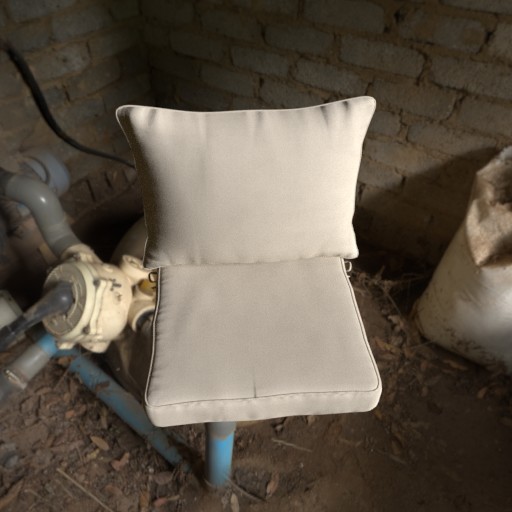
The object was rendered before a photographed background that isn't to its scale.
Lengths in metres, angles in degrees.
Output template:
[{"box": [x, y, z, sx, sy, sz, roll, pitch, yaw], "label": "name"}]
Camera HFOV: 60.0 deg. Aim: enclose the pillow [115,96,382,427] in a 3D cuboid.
[{"box": [0.000, 0.000, 1.337, 0.798, 0.716, 0.733, -3, 44, -3], "label": "pillow"}]
